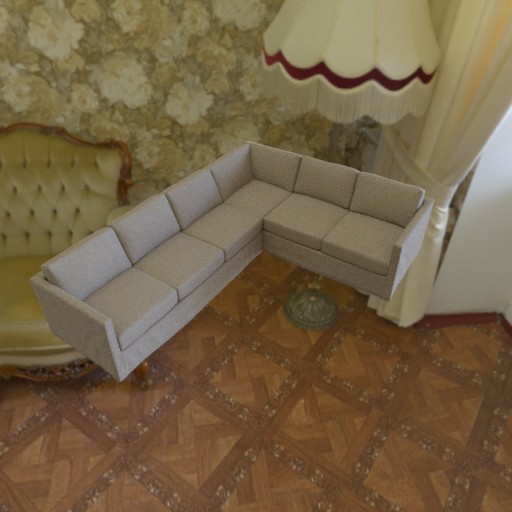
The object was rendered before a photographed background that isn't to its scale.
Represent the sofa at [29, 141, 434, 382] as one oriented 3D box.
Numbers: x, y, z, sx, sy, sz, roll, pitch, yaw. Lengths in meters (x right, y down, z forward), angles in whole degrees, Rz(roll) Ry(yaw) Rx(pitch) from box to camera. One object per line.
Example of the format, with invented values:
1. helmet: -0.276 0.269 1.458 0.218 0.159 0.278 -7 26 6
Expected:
1. sofa: 0.000 0.000 4.325 2.432 0.871 3.182 23 44 26
